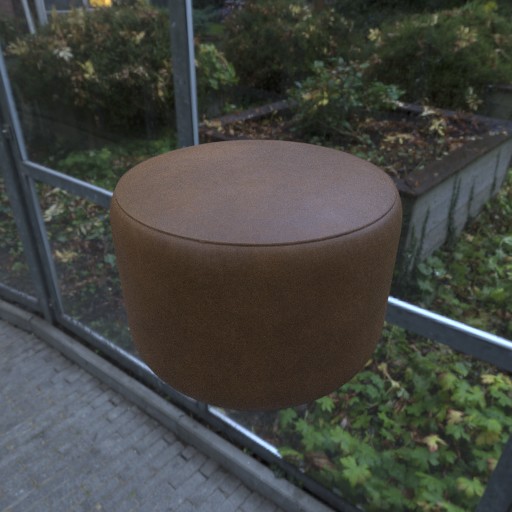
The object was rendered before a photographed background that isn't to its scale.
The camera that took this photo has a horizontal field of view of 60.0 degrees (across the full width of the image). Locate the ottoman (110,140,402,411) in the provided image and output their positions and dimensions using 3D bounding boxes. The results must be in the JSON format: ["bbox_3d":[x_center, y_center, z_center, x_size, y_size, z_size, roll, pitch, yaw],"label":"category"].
[{"bbox_3d":[0.000,0.000,1.022,0.607,0.438,0.607,0,30,0],"label":"ottoman"}]
